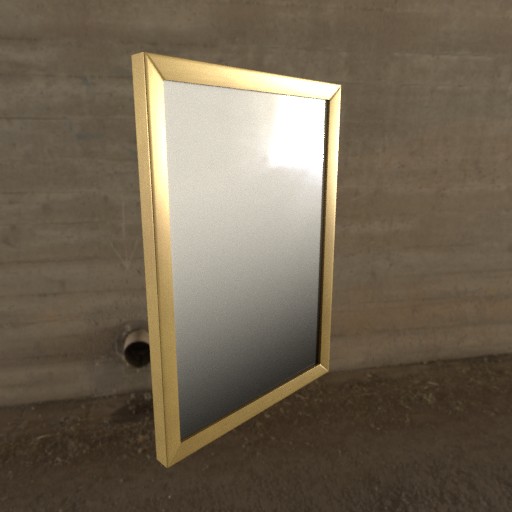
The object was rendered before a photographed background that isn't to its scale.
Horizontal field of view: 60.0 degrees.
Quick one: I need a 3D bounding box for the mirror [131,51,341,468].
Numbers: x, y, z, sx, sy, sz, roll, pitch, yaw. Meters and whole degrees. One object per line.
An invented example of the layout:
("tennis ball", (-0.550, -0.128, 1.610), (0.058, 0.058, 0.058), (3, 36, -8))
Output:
("mirror", (0.000, 0.000, 0.920), (0.040, 0.710, 0.507), (13, 19, 43))
